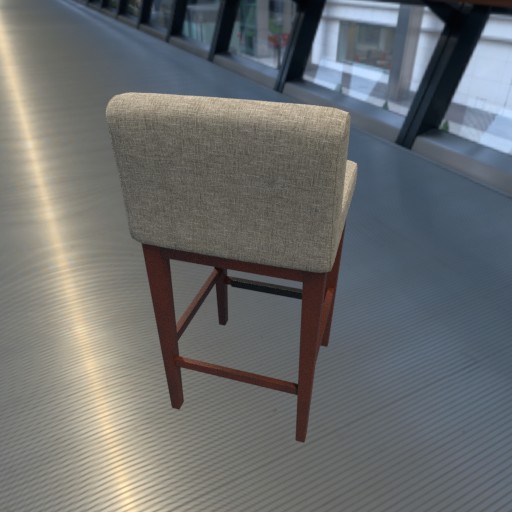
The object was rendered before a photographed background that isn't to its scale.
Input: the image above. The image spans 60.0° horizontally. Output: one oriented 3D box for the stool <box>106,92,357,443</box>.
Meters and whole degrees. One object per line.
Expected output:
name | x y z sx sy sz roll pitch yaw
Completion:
stool | 0.000 0.000 1.102 0.417 0.835 0.459 9 34 14
